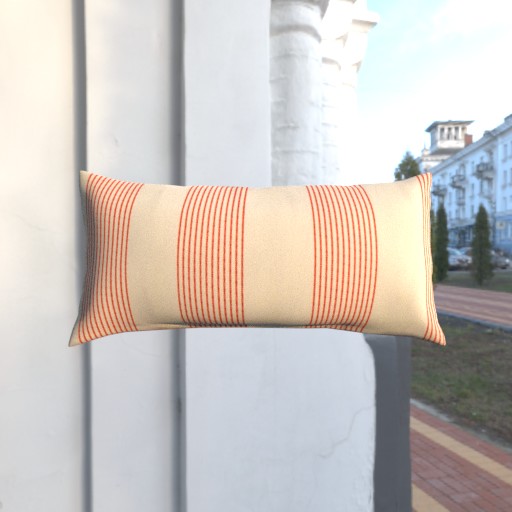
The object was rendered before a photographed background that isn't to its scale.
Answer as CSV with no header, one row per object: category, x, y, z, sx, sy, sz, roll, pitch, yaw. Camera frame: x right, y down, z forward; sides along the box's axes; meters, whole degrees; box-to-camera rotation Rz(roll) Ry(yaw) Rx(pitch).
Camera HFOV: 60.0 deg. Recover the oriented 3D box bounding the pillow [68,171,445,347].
pillow,0.000,0.000,0.734,0.608,0.292,0.156,0,1,0
